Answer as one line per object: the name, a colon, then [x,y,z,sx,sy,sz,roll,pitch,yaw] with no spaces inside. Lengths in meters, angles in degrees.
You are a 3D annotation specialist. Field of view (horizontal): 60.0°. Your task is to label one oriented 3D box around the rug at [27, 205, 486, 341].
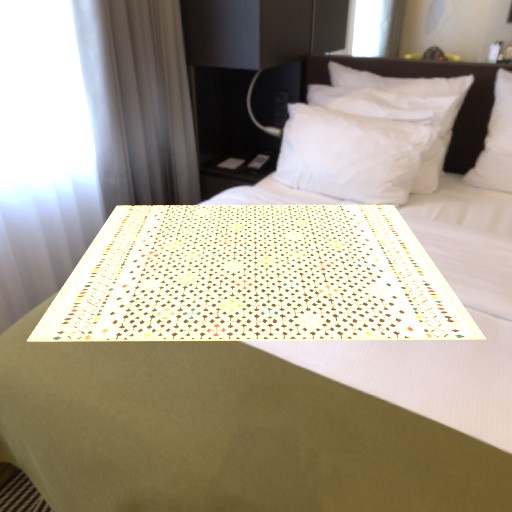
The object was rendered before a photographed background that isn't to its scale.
rug: [0.000,0.000,1.999,1.556,0.006,1.146,0,30,0]
